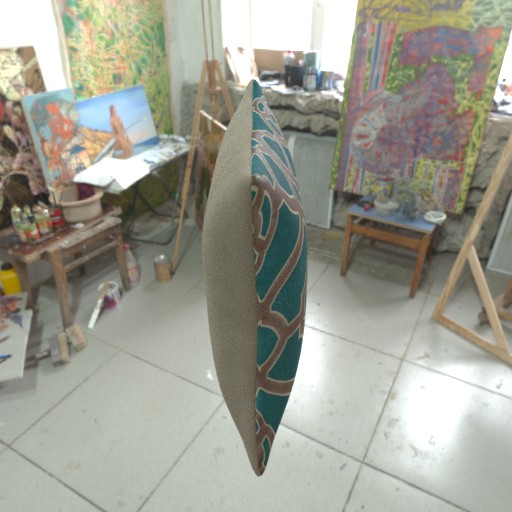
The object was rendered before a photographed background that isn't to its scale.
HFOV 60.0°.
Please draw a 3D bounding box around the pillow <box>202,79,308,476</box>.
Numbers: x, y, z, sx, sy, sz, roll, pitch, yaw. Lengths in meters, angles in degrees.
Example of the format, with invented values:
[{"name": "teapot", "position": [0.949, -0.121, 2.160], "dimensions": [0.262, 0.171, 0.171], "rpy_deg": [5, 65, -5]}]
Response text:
[{"name": "pillow", "position": [0.000, 0.000, 0.794], "dimensions": [0.166, 0.507, 0.526], "rpy_deg": [0, 32, 0]}]
